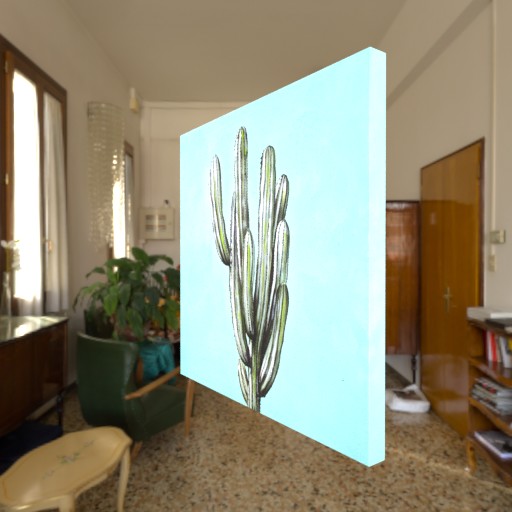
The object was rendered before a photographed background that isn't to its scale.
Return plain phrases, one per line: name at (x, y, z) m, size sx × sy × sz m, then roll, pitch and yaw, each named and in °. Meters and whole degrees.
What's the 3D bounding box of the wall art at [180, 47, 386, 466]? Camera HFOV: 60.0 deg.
wall art at (0.000, 0.000, 0.889) m, size 0.036 × 0.603 × 0.603 m, roll 0°, pitch 1°, yaw -36°
